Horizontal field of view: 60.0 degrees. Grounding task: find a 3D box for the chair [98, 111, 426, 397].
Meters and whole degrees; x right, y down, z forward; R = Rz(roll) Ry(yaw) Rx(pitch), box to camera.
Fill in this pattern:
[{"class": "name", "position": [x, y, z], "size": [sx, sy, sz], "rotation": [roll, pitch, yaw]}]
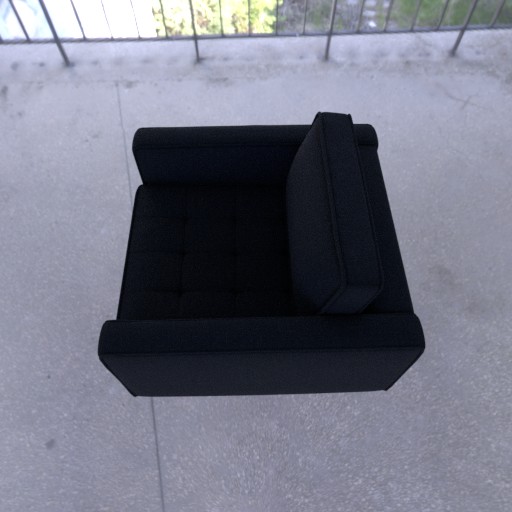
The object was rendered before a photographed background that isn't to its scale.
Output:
[{"class": "chair", "position": [0.000, 0.000, 1.595], "size": [0.920, 0.770, 0.899], "rotation": [-1, 58, -1]}]
